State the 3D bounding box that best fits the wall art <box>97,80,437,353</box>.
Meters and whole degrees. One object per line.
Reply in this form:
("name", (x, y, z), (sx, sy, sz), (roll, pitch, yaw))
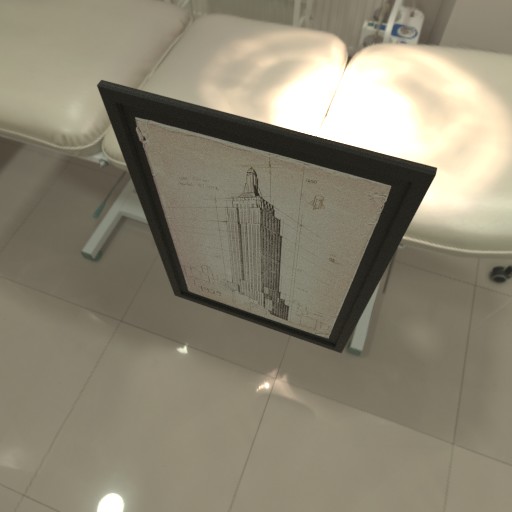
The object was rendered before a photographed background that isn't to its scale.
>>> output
("wall art", (0.000, 0.000, 0.844), (0.451, 0.661, 0.012), (18, 61, 10))
